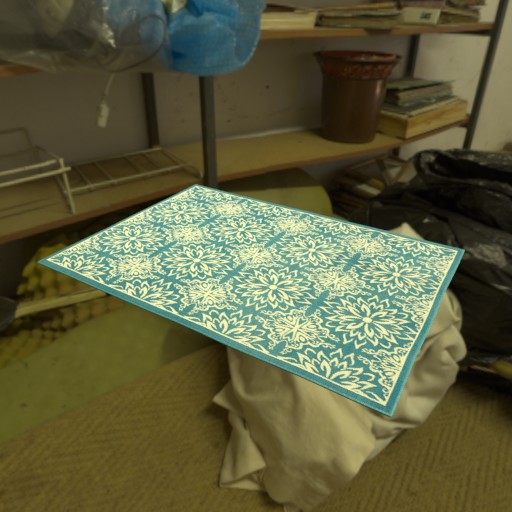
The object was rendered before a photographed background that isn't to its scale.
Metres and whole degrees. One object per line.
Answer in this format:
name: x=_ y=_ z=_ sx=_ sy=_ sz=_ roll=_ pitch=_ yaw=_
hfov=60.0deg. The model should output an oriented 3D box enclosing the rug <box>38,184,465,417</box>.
rug: x=0.000 y=0.000 z=2.790 sx=2.205 sy=0.012 sz=1.554 roll=17 pitch=34 yaw=27
